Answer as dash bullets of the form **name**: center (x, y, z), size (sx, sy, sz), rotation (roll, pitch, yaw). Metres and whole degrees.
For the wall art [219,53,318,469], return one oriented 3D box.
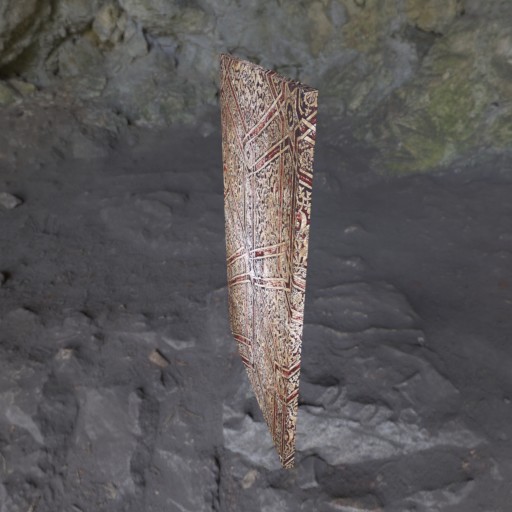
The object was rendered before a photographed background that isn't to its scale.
- **wall art**: center (0.000, 0.000, 0.758), size (0.020, 0.599, 0.397), rotation (-8, 31, -14)
